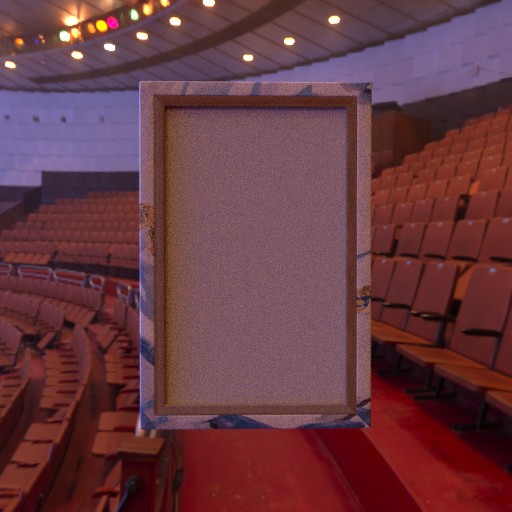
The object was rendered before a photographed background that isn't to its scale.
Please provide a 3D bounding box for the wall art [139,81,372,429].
[{"bbox_3d":[0.000,0.000,1.172,0.610,0.914,0.016,0,1,-1],"label":"wall art"}]
